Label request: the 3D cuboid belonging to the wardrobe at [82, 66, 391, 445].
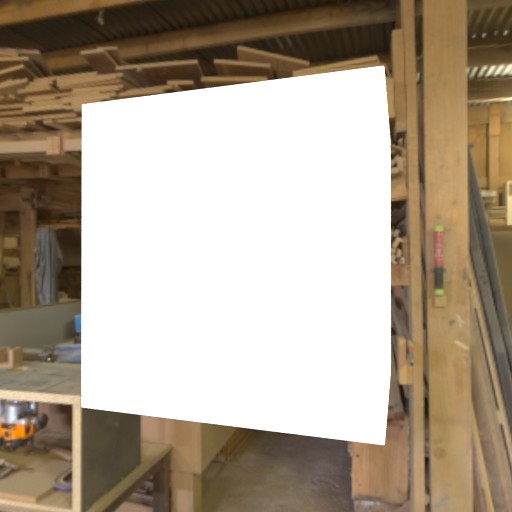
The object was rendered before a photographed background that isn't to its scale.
[{"bbox_3d":[0.000,0.000,0.874,0.500,0.520,0.400,0,0,18],"label":"wardrobe"}]
